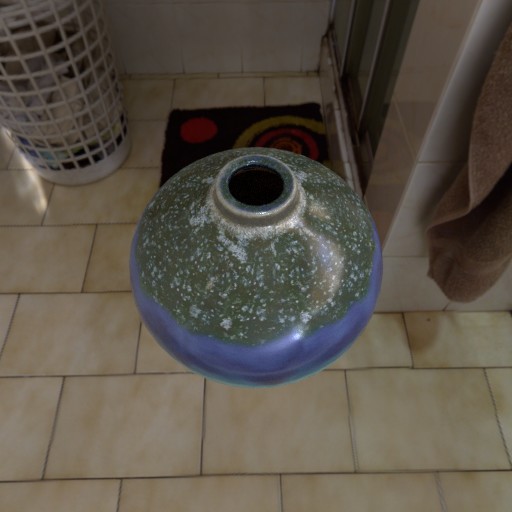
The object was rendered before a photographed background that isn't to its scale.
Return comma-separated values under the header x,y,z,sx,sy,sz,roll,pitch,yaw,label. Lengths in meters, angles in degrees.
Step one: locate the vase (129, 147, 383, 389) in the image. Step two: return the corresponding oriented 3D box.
x,y,z,sx,sy,sz,roll,pitch,yaw,label
0.000,0.000,0.272,0.154,0.133,0.154,0,58,0,vase
